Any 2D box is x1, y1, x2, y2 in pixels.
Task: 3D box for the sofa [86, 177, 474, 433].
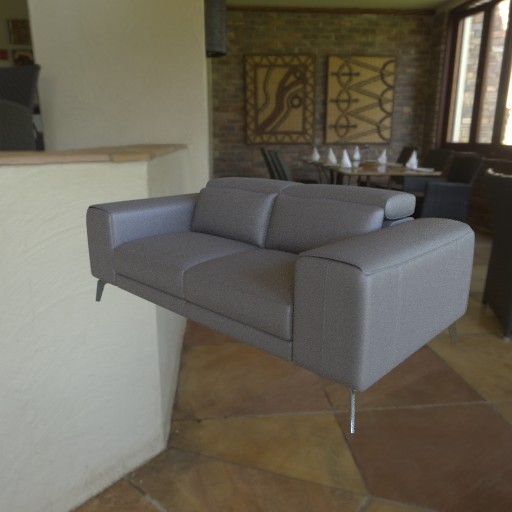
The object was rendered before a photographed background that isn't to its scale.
[{"bbox_3d":[0.000,0.000,2.425,1.930,0.753,1.024,14,20,42],"label":"sofa"}]
